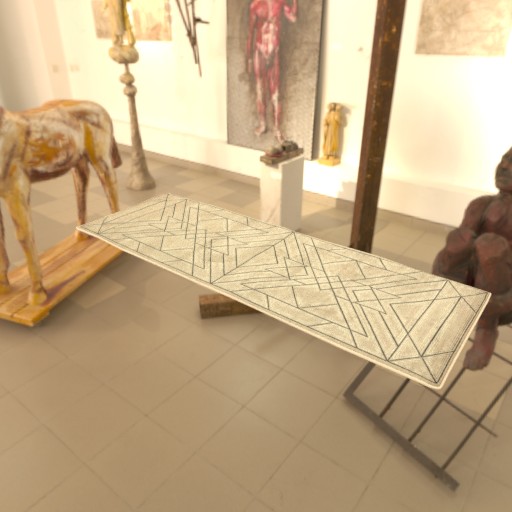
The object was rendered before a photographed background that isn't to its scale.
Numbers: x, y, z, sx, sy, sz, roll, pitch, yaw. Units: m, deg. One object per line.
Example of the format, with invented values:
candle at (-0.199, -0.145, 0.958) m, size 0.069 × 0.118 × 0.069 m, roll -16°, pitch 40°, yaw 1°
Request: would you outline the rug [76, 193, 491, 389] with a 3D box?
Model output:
rug at (0.000, 0.000, 2.590) m, size 2.381 × 0.036 × 0.831 m, roll 20°, pitch 34°, yaw 32°
